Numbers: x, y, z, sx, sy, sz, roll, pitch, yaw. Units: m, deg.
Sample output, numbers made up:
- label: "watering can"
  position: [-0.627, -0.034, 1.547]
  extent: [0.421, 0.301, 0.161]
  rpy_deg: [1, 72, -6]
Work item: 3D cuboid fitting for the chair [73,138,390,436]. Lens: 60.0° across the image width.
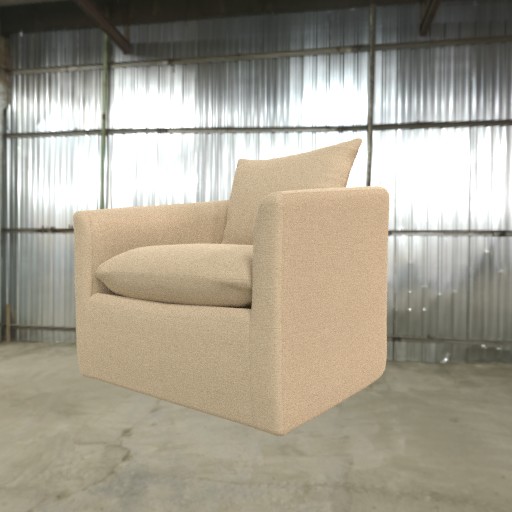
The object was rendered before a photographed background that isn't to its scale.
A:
- label: "chair"
  position: [0.000, 0.000, 1.559]
  extent: [0.845, 0.848, 0.910]
  rpy_deg: [1, 1, 38]
